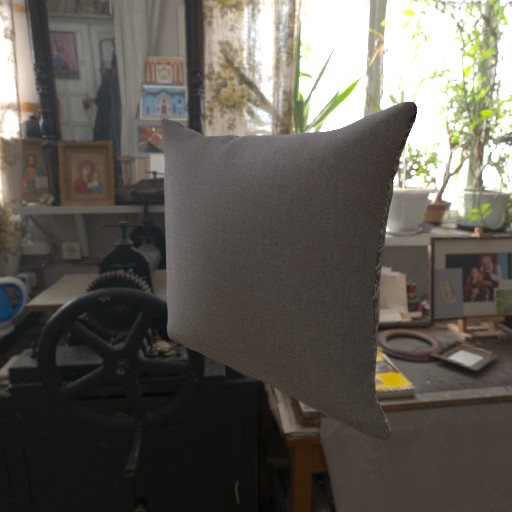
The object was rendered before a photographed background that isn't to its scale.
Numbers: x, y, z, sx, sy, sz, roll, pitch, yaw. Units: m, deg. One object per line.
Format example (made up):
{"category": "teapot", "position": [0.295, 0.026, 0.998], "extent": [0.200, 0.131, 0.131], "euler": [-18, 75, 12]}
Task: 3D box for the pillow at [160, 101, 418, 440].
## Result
{"category": "pillow", "position": [0.000, 0.000, 0.783], "extent": [0.546, 0.487, 0.180], "euler": [12, 18, 42]}
